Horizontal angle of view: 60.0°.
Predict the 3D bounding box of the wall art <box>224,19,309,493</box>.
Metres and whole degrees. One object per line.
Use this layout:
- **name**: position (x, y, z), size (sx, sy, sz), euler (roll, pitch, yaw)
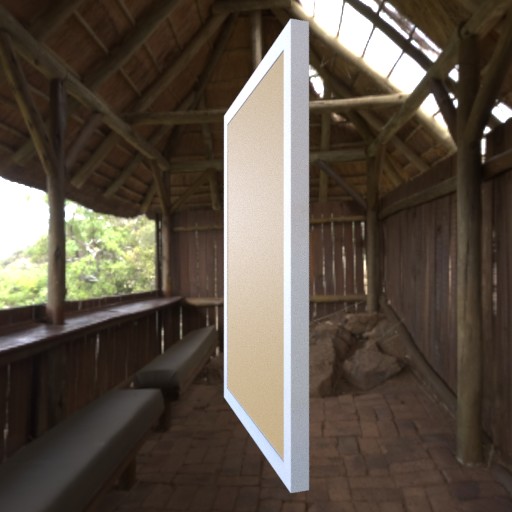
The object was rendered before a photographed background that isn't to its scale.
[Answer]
- **wall art**: position (0.000, 0.000, 1.153), size (0.039, 0.915, 0.612), euler (0, 0, -16)
